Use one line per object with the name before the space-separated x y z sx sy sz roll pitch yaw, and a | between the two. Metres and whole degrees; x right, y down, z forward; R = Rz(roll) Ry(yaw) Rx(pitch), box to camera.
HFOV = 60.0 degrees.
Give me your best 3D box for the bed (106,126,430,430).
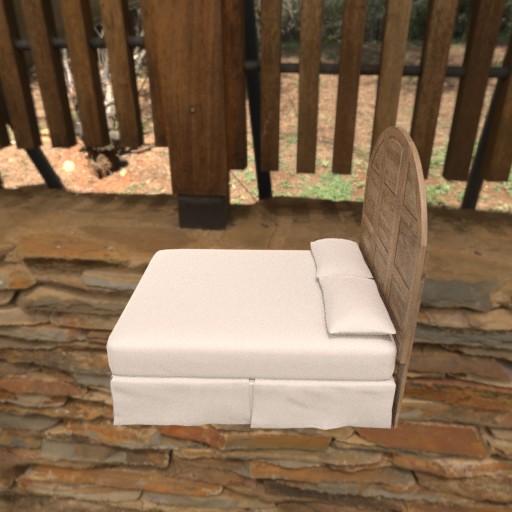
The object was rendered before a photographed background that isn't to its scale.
bed | 0.000 0.000 3.549 2.112 2.002 1.713 1 25 1
